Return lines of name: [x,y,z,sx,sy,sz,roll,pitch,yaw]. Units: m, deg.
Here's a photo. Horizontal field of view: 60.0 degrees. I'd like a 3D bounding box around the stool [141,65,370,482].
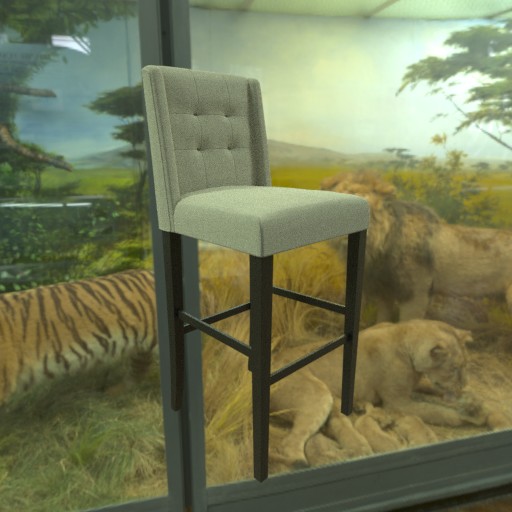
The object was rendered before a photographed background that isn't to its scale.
stool: [0.000,0.000,1.382,0.509,1.116,0.474,15,21,43]
